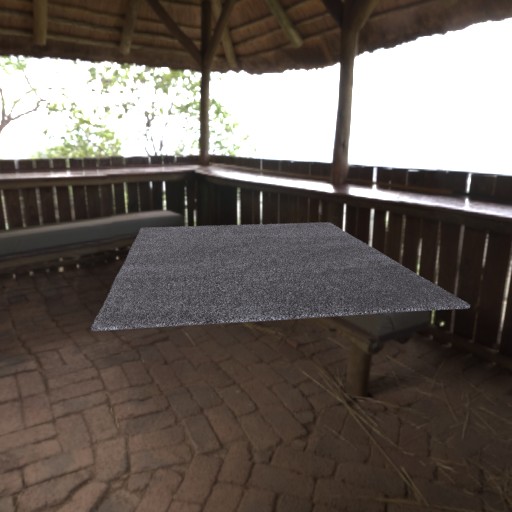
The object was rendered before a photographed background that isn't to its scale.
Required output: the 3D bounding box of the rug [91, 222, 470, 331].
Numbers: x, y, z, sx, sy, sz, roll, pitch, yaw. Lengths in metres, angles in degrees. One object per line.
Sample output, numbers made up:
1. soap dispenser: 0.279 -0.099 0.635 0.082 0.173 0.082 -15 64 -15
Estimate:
1. rug: 0.000 0.000 4.171 2.401 0.025 3.000 -2 15 -8
